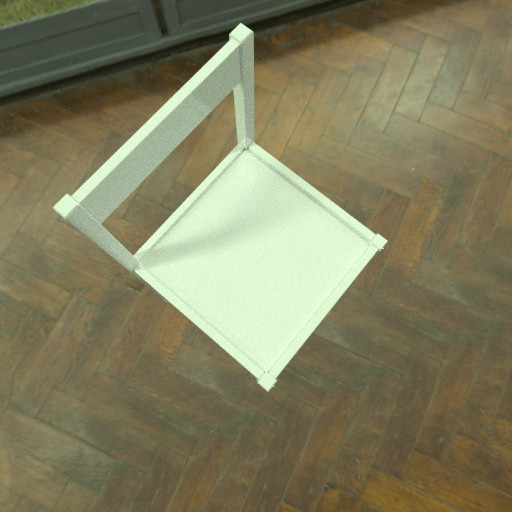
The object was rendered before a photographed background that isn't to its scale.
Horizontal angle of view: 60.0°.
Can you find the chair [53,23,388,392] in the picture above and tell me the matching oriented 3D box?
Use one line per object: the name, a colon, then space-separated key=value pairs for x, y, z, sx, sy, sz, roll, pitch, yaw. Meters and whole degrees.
chair: x=0.000 y=0.000 z=0.679 sx=0.285 sy=0.505 sz=0.285 roll=39 pitch=78 yaw=10
